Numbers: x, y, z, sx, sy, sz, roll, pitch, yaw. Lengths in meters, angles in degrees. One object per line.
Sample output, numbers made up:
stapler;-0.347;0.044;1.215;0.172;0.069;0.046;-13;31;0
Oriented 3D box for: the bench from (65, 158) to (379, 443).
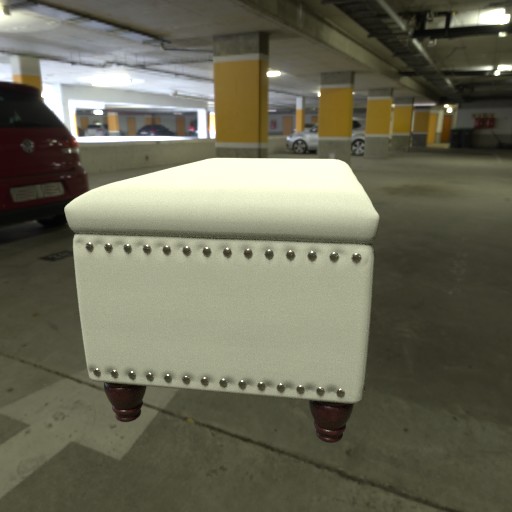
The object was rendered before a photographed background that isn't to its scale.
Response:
bench;0.000;0.000;1.152;0.500;0.449;0.887;2;16;8
